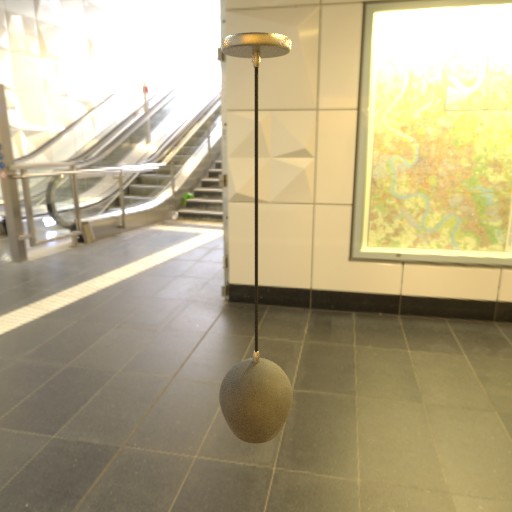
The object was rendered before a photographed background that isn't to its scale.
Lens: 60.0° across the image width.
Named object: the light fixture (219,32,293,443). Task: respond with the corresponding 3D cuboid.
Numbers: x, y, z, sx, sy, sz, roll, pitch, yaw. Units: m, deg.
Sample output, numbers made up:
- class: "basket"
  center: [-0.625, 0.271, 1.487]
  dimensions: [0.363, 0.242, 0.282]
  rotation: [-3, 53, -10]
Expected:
- class: "light fixture"
  center: [0.000, 0.000, 0.852]
  dimensions: [0.153, 0.760, 0.153]
  rotation: [-2, 15, -8]
